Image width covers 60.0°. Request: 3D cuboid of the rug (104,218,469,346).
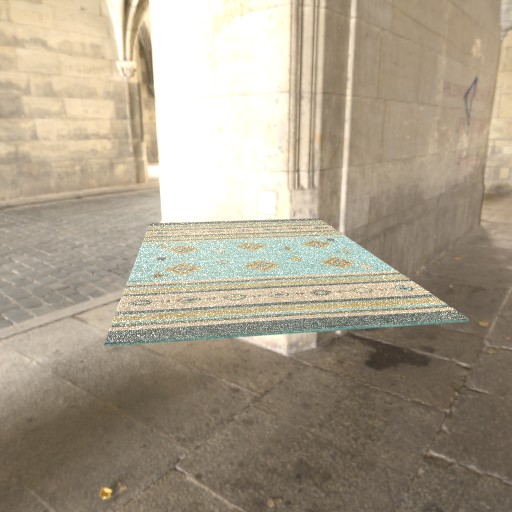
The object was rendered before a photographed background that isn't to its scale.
[{"bbox_3d":[0.000,0.000,2.300,1.212,0.010,1.811,-2,16,-8],"label":"rug"}]
